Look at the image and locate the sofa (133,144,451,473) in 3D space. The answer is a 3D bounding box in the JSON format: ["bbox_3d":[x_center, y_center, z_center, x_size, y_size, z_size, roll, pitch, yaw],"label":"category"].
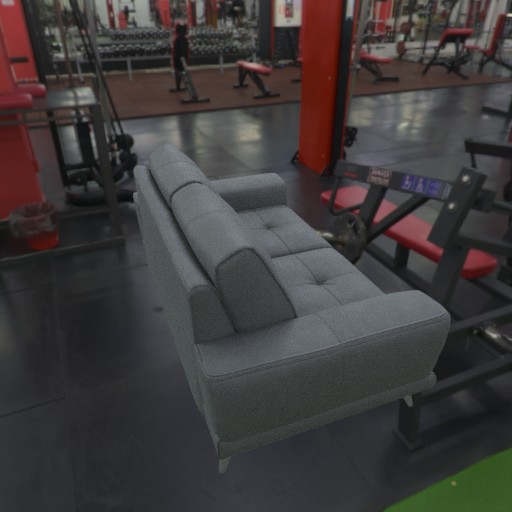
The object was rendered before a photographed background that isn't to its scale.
[{"bbox_3d":[0.000,0.000,2.329,1.018,0.907,1.806,-11,32,-18],"label":"sofa"}]
